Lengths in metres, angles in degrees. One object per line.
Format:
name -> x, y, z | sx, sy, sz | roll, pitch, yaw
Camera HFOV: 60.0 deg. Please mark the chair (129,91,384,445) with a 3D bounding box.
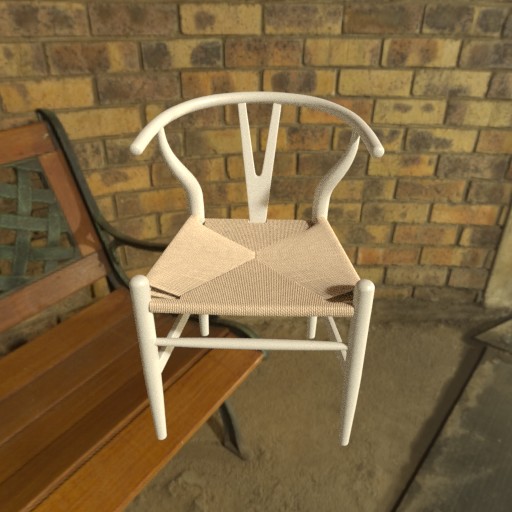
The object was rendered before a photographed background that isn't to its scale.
chair -> 0.000, 0.000, 1.152 | 0.569, 0.730, 0.579 | 1, 29, 2
